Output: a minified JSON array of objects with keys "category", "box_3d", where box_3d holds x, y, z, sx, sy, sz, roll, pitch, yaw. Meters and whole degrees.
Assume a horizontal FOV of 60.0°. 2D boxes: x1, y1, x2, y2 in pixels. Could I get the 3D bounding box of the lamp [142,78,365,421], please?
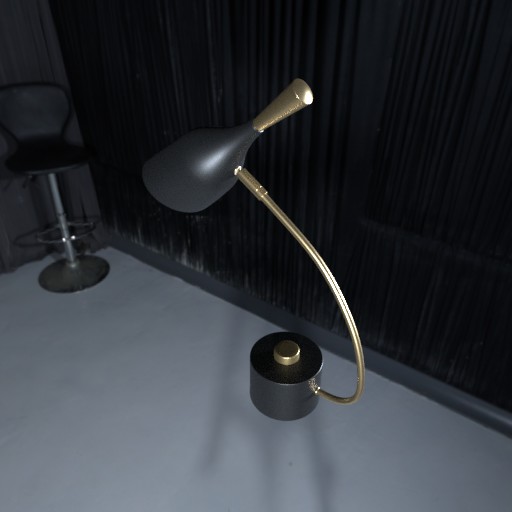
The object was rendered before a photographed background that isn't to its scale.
[{"category":"lamp","box_3d":[0.000,0.000,0.600,0.352,0.464,0.110,21,38,30]}]
